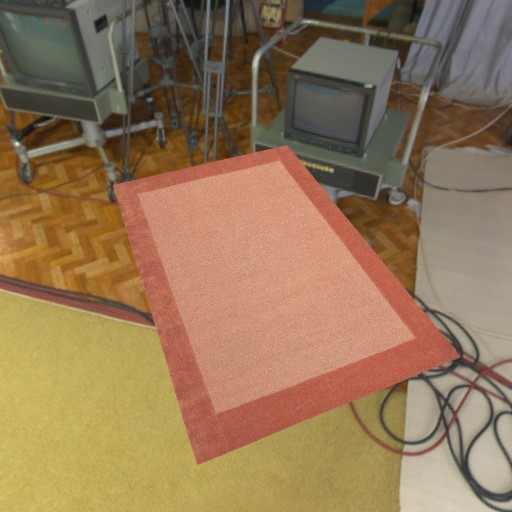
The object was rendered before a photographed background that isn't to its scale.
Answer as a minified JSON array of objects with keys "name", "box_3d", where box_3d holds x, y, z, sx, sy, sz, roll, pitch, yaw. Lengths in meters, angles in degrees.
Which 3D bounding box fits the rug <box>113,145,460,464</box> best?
[{"name":"rug","box_3d":[0.000,0.000,2.394,1.219,0.014,1.829,-16,49,-15]}]
